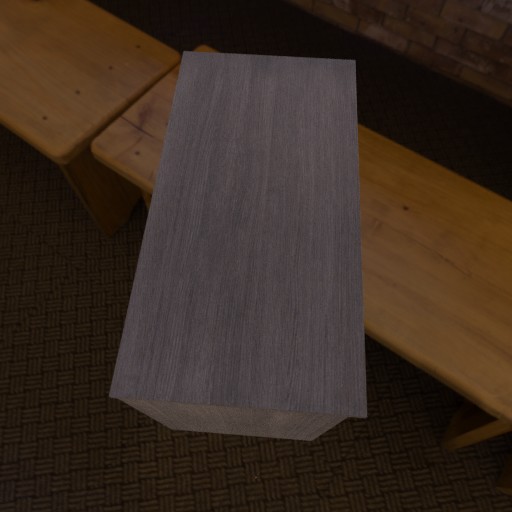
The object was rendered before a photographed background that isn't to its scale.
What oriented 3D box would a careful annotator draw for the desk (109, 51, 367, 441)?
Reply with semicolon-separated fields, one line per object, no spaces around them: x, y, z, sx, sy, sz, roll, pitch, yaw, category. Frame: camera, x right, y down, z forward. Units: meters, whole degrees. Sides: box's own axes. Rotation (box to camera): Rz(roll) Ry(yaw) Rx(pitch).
0.000;0.000;1.529;0.560;0.735;1.097;4;64;2;desk
